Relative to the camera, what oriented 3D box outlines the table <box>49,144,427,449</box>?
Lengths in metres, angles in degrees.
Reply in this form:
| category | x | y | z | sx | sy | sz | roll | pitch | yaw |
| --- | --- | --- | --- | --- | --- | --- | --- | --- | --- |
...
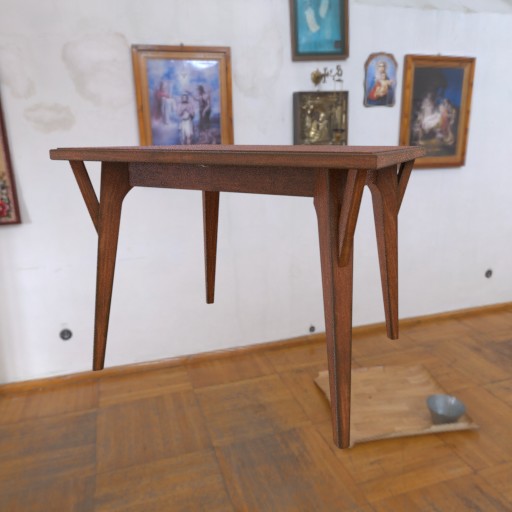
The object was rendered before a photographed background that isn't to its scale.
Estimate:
| category | x | y | z | sx | sy | sz | roll | pitch | yaw |
| --- | --- | --- | --- | --- | --- | --- | --- | --- | --- |
| table | 0.000 | 0.000 | 1.592 | 0.991 | 0.761 | 0.838 | 7 | 17 | 26 |
